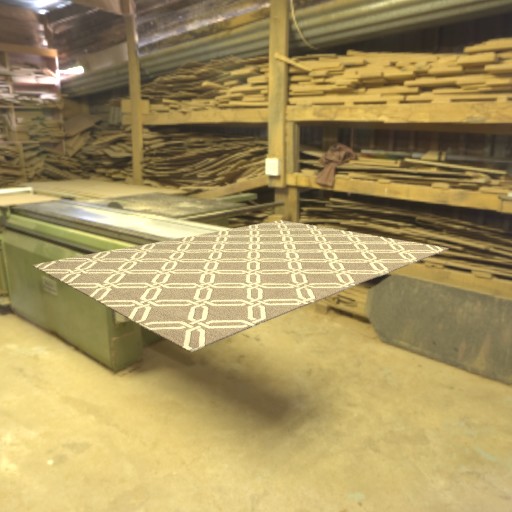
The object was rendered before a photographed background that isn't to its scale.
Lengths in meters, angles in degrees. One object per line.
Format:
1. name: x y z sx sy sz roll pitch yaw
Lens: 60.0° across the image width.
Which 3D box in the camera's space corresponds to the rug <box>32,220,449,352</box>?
1. rug: 0.000 0.000 4.412 3.419 0.020 2.441 -14 20 -43
